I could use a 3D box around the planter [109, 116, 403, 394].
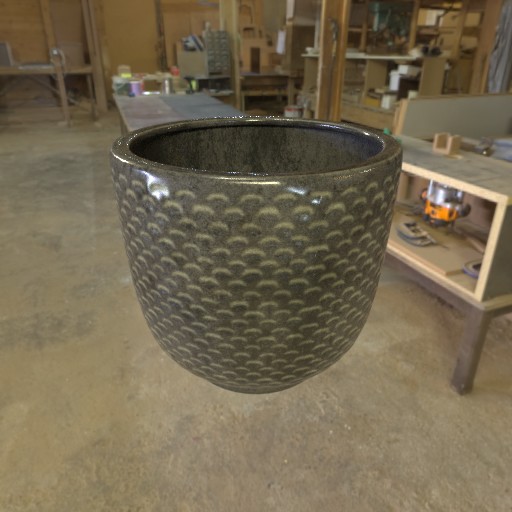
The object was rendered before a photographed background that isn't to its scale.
[{"bbox_3d":[0.000,0.000,0.245,0.140,0.129,0.140,0,26,0],"label":"planter"}]
